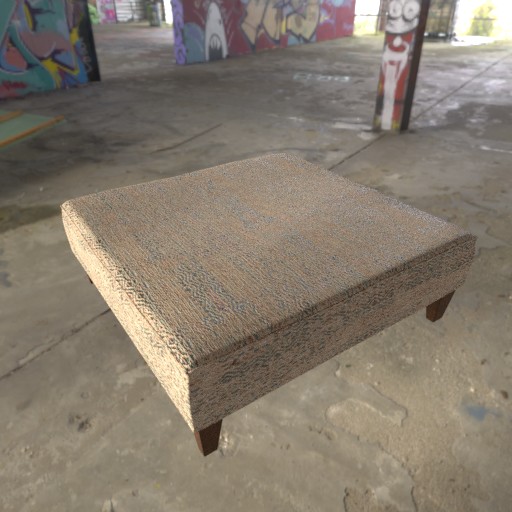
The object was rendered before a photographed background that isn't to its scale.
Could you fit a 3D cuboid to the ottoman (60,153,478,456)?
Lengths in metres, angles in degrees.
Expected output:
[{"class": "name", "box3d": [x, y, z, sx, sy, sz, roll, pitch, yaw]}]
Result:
[{"class": "ottoman", "box3d": [0.000, 0.000, 1.513, 1.004, 0.356, 0.968, -20, 37, -29]}]
